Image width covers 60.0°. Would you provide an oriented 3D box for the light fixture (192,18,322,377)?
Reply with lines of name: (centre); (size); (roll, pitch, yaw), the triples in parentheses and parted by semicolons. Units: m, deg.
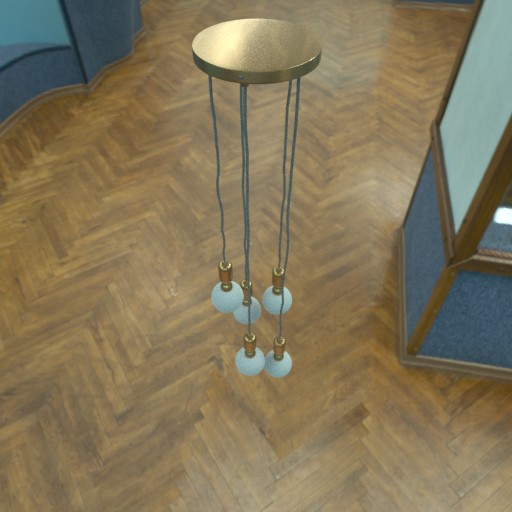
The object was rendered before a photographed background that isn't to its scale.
light fixture: (0.000, 0.000, 0.493); (0.108, 0.457, 0.105); (10, 48, 9)
